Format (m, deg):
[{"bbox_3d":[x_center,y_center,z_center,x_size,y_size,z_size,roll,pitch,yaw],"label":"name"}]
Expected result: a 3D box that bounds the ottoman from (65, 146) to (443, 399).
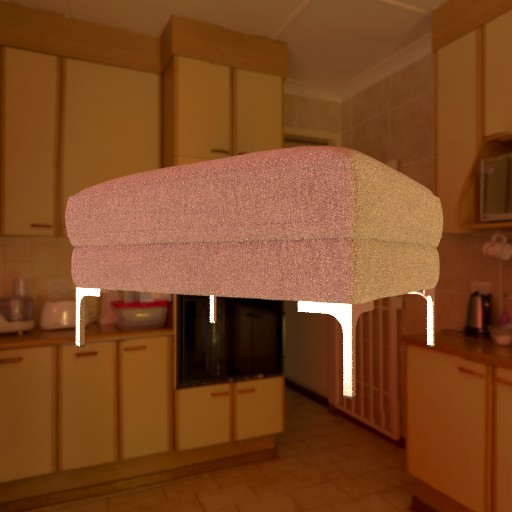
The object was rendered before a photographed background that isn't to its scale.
[{"bbox_3d":[0.000,0.000,1.139,0.785,0.464,0.583,0,-1,35],"label":"ottoman"}]
